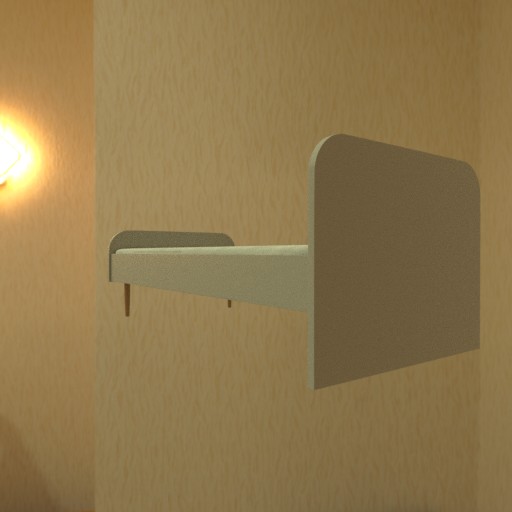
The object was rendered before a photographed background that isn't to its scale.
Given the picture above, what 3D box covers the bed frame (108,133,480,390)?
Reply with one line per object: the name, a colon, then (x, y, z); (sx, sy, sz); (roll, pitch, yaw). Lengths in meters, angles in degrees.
bed frame: (0.000, 0.000, 2.438); (0.998, 0.805, 1.963); (0, 1, -36)
